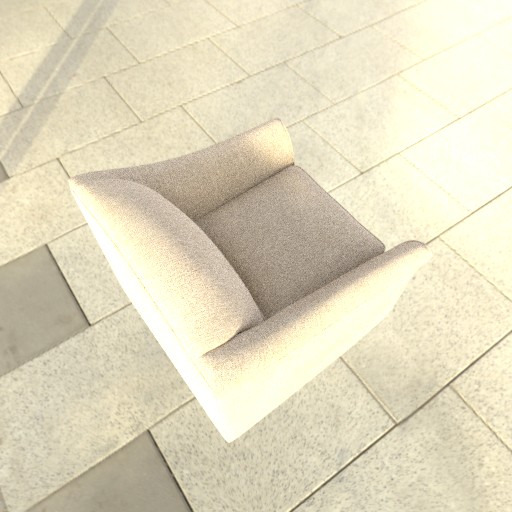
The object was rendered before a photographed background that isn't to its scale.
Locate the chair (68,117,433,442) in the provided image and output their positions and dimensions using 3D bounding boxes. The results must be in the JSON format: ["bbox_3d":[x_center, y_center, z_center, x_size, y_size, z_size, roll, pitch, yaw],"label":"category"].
[{"bbox_3d":[0.000,0.000,1.463,0.787,0.839,0.763,-33,63,-19],"label":"chair"}]
